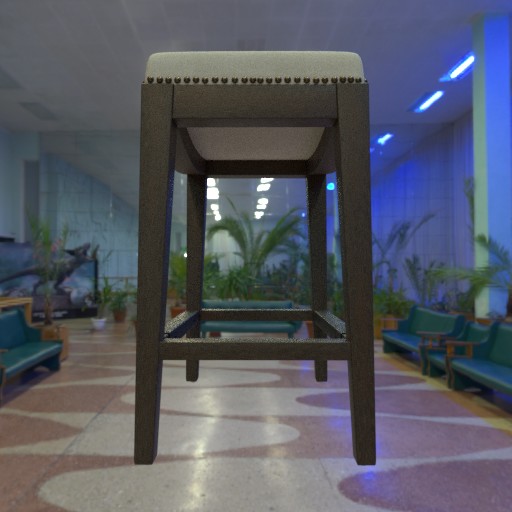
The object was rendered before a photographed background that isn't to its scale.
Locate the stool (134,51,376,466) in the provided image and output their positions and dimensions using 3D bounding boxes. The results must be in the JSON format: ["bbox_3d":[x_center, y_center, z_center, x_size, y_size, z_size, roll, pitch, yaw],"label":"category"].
[{"bbox_3d":[0.000,0.000,0.914,0.361,0.642,0.500,0,-1,0],"label":"stool"}]
